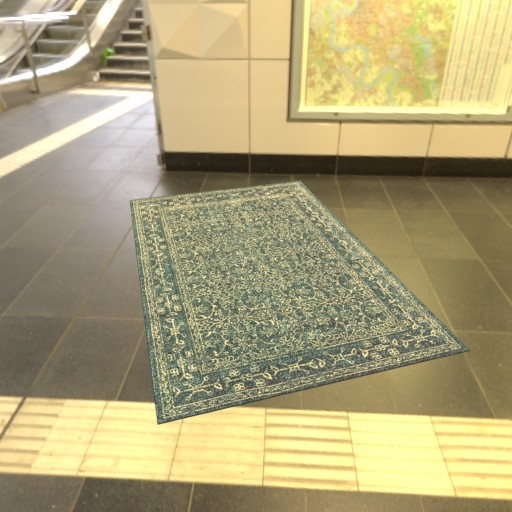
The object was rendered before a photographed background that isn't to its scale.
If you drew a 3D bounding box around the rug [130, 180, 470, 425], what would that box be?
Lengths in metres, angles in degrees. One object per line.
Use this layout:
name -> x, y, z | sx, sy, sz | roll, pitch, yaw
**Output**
rug -> 0.000, 0.000, 2.321 | 1.200, 0.005, 1.819 | -9, 33, -14
